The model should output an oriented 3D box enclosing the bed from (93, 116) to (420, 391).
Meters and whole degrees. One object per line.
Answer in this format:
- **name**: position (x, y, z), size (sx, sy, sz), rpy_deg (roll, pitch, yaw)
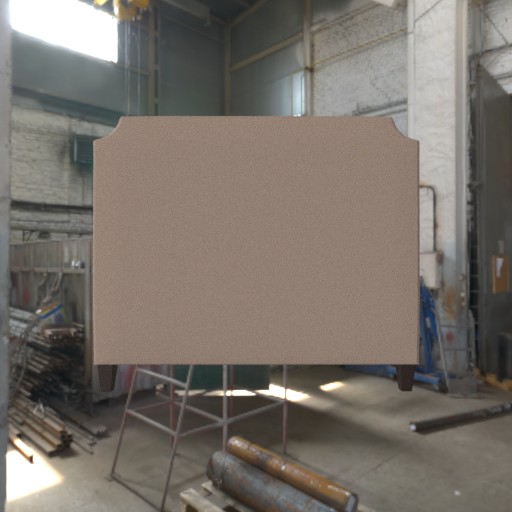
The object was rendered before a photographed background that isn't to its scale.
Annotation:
- **bed**: position (0.000, 0.000, 3.453), size (1.713, 1.443, 2.372), rpy_deg (0, -1, 0)
